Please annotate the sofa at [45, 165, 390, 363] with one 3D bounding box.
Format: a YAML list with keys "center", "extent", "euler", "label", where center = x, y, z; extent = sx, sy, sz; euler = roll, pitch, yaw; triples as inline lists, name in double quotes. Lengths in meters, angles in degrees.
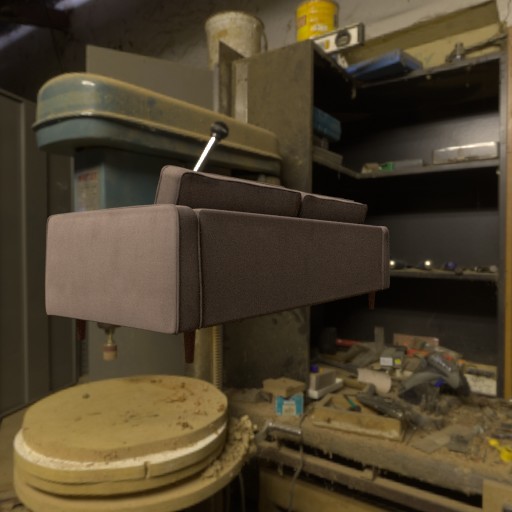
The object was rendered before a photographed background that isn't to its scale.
- center: [0.000, 0.000, 2.776]
  extent: [0.923, 0.813, 2.295]
  euler: [1, 1, 36]
  label: "sofa"
